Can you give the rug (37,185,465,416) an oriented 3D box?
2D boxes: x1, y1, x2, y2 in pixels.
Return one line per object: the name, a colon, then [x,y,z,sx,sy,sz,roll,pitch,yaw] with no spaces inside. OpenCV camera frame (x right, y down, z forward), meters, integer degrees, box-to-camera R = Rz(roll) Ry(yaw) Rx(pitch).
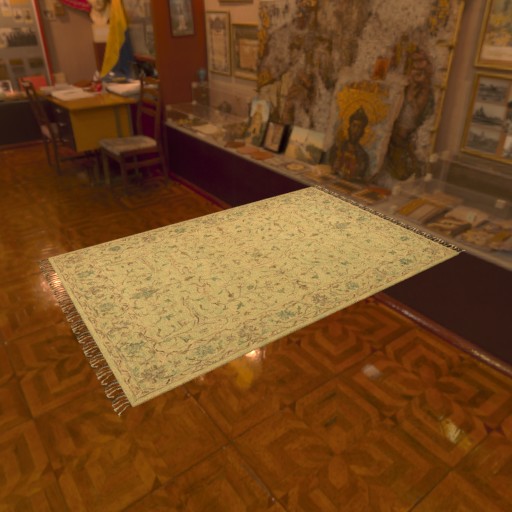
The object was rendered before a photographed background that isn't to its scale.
rug: [0.000,0.000,2.956,2.435,0.010,1.544,-19,35,-30]
